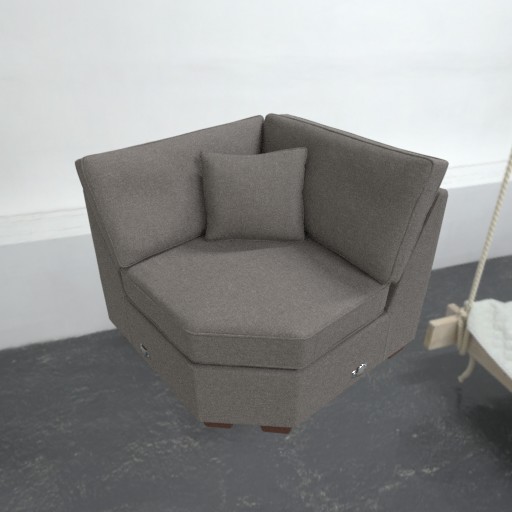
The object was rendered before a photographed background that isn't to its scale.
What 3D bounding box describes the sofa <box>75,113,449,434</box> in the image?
[{"bbox_3d":[0.000,0.000,1.857,1.050,0.951,1.042,-22,37,-33],"label":"sofa"}]
